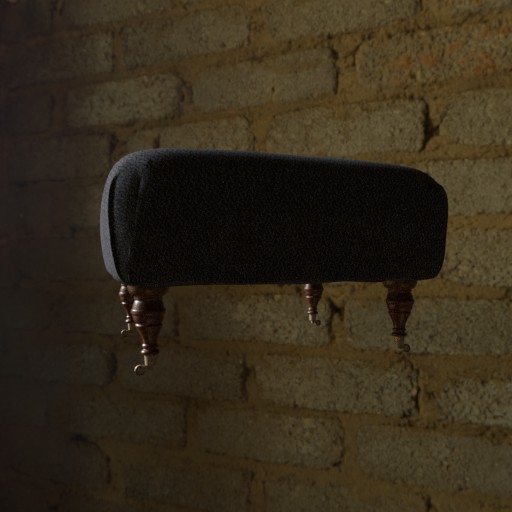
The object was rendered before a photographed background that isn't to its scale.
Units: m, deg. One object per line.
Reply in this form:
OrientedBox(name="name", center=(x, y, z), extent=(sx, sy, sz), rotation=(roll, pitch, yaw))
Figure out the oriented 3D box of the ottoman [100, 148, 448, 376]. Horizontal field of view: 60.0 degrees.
OrientedBox(name="ottoman", center=(0.000, 0.000, 1.129), extent=(0.747, 0.450, 0.622), rotation=(0, 0, -20))
